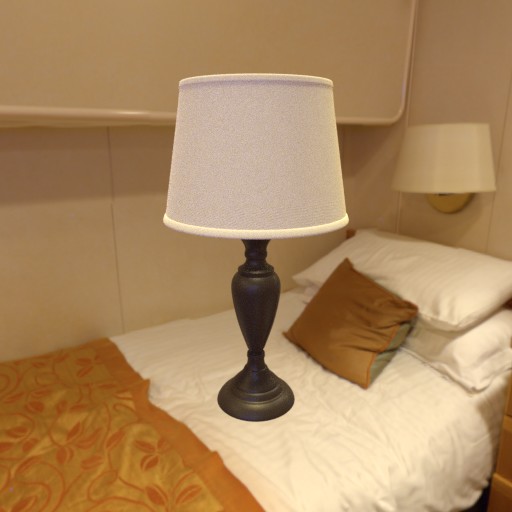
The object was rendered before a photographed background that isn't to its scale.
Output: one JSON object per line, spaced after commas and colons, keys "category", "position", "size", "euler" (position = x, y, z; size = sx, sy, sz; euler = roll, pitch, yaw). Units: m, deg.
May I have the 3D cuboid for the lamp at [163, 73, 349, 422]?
{"category": "lamp", "position": [0.000, 0.000, 0.836], "size": [0.335, 0.611, 0.335], "euler": [0, 16, 0]}
